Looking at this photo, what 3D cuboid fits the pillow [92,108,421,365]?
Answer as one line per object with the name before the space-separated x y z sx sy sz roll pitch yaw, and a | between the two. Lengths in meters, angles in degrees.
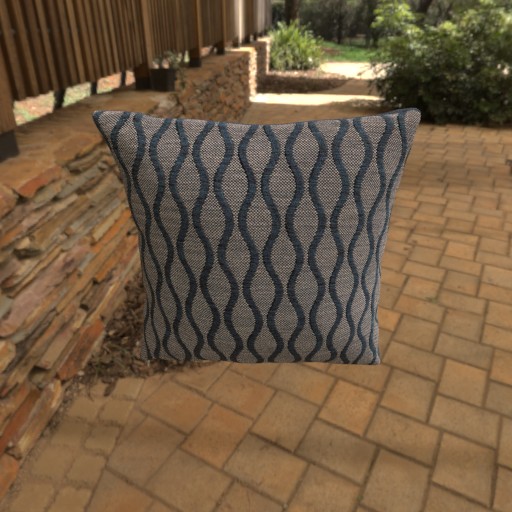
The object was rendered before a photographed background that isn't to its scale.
pillow | 0.000 0.000 0.678 0.435 0.435 0.159 0 29 1
